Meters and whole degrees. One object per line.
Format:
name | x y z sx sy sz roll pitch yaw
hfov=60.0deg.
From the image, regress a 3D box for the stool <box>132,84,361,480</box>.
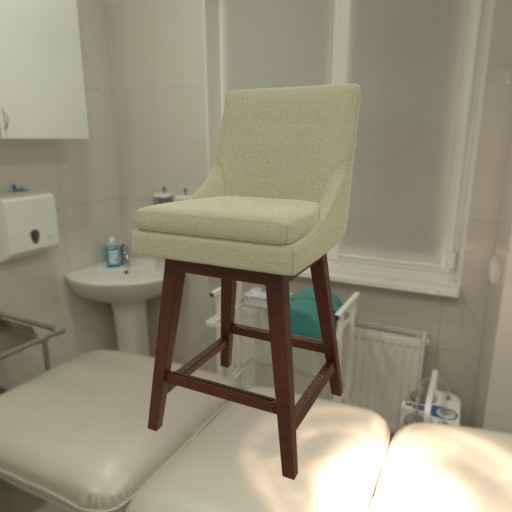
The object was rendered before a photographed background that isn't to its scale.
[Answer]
stool | 0.000 0.000 1.312 0.469 0.991 0.559 7 16 26
